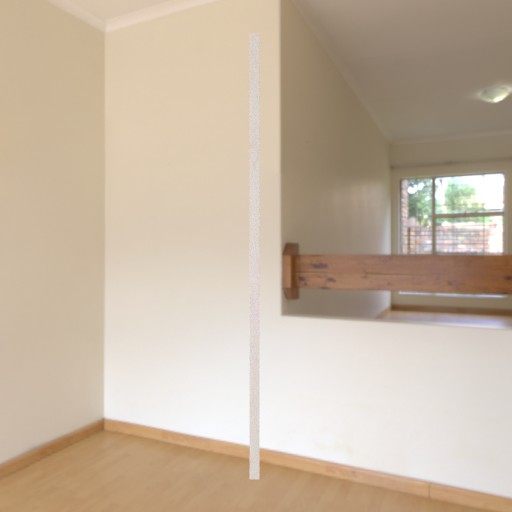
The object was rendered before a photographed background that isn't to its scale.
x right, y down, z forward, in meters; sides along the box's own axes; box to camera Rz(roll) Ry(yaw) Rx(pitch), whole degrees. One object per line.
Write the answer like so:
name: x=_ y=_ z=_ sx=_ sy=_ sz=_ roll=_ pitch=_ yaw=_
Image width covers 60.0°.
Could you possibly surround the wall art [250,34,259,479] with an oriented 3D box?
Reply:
wall art: x=0.000 y=0.000 z=0.876 sx=0.013 sy=0.584 sz=0.584 roll=0 pitch=0 yaw=0
